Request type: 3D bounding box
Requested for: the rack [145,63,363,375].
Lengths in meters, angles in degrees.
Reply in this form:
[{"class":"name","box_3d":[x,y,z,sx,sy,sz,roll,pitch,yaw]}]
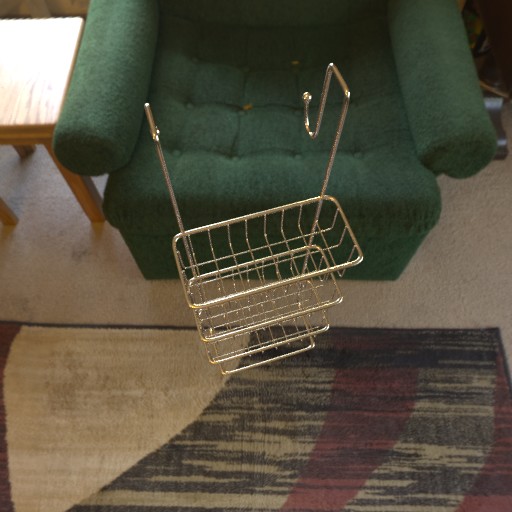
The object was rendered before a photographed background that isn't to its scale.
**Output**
[{"class":"rack","box_3d":[0.000,0.000,0.674,0.228,0.574,0.202,-15,63,-8]}]
